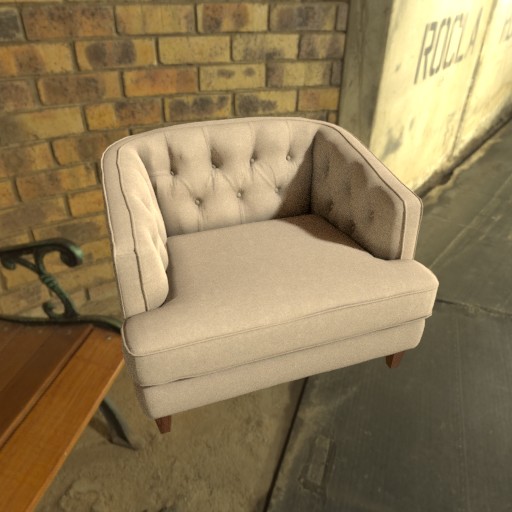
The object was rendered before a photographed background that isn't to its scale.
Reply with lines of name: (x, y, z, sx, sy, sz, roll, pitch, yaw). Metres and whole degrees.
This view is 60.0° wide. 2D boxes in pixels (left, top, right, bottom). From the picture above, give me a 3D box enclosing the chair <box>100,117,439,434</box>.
chair: (0.000, 0.000, 1.772, 1.104, 0.852, 0.941, -10, 33, -16)
